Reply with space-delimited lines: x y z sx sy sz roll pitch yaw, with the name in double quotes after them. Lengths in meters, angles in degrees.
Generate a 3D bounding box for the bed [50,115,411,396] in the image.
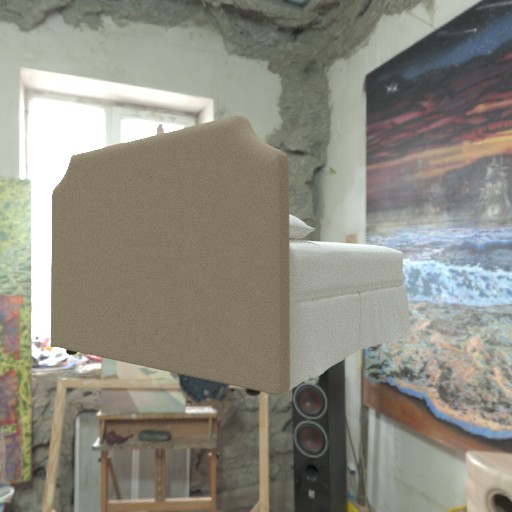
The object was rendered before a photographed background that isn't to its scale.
0.000 0.000 3.309 1.828 1.301 2.204 0 0 36 "bed"
